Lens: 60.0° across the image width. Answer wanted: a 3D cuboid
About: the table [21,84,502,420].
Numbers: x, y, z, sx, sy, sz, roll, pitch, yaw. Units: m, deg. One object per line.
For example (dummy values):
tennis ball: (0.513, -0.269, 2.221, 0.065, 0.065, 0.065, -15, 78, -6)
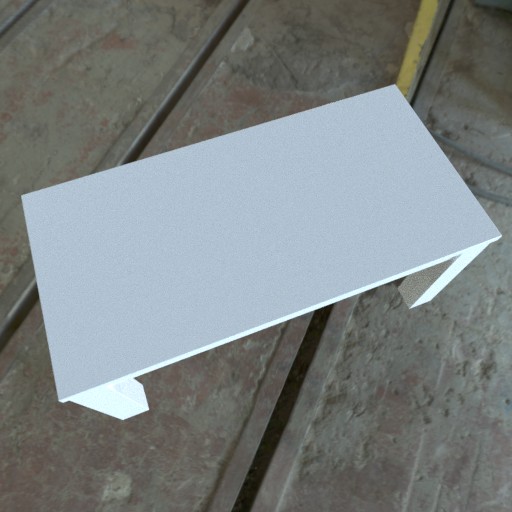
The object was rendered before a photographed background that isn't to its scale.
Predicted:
table: (0.000, 0.000, 2.200, 1.800, 0.790, 0.900, -19, 66, -9)
